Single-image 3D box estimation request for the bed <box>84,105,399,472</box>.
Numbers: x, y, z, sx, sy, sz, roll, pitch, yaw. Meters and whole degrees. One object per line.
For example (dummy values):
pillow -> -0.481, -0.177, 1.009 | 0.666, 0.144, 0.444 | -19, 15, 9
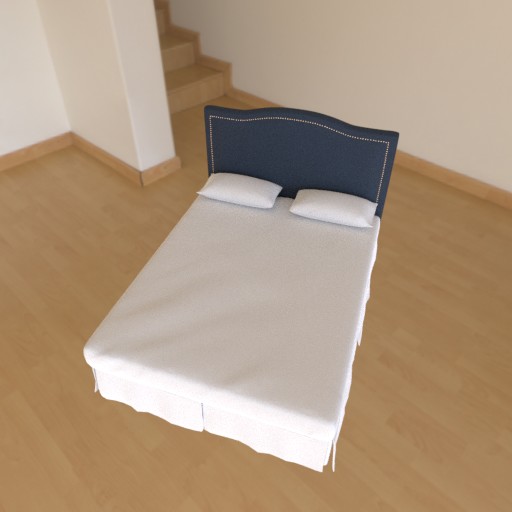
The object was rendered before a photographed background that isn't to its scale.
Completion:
bed -> 0.000, 0.000, 3.415 | 1.821, 1.436, 2.282 | 13, 43, 14
